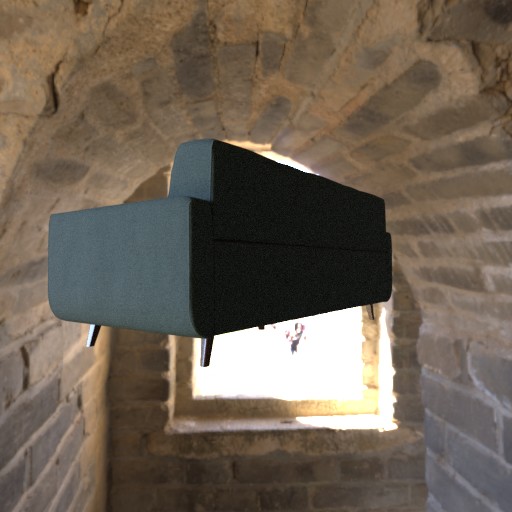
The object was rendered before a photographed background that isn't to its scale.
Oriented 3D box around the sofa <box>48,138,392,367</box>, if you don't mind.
[{"bbox_3d":[0.000,0.000,2.524,0.909,0.841,2.029,-1,-1,35],"label":"sofa"}]
